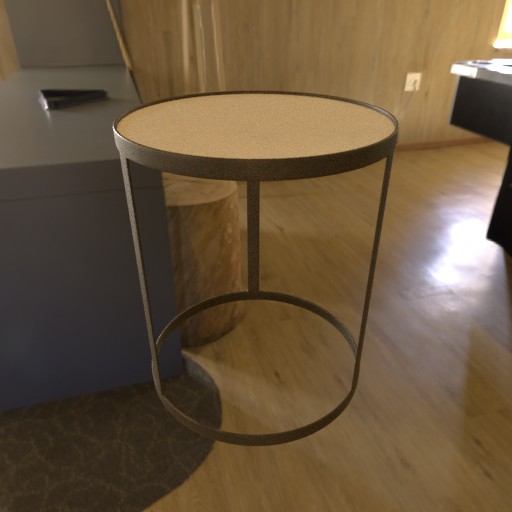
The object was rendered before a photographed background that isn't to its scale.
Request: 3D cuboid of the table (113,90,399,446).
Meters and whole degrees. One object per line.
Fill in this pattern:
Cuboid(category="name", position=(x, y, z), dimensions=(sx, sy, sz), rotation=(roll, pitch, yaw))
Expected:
Cuboid(category="table", position=(0.000, 0.000, 0.913), dimensions=(0.480, 0.565, 0.480), rotation=(0, 30, 0))
